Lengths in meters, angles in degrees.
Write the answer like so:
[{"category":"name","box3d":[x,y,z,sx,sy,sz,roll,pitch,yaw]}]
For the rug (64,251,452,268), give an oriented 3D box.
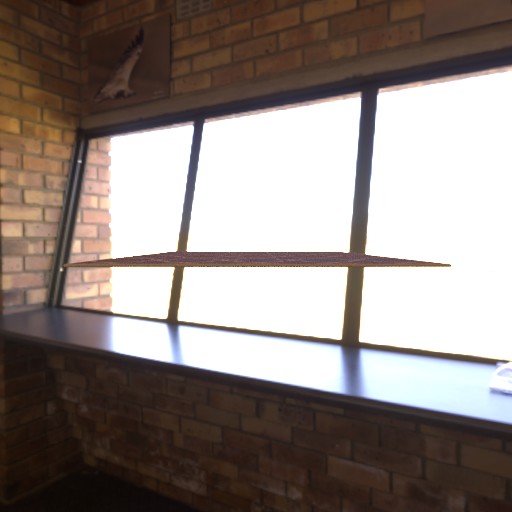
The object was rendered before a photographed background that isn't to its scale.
[{"category":"rug","box3d":[0.000,0.000,2.861,1.526,0.014,2.290,0,2,-1]}]
